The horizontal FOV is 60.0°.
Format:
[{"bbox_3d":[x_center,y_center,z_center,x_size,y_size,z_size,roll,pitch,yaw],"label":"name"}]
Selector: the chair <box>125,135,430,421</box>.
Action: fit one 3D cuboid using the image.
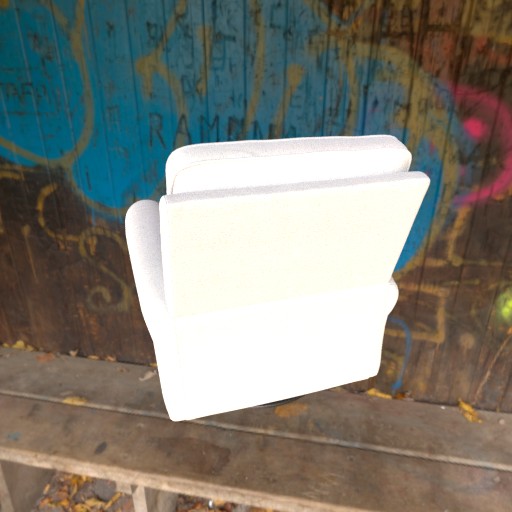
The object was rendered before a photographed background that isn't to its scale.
[{"bbox_3d":[0.000,0.000,1.626,0.890,0.960,0.878,-8,27,-16],"label":"chair"}]
